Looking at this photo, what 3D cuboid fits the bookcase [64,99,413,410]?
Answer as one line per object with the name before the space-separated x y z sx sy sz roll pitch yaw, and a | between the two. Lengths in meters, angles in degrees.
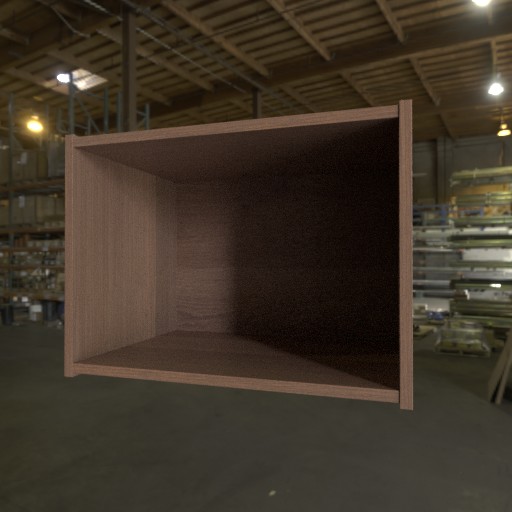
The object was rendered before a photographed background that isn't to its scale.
bookcase | 0.000 0.000 0.635 0.415 0.305 0.290 0 -1 18
